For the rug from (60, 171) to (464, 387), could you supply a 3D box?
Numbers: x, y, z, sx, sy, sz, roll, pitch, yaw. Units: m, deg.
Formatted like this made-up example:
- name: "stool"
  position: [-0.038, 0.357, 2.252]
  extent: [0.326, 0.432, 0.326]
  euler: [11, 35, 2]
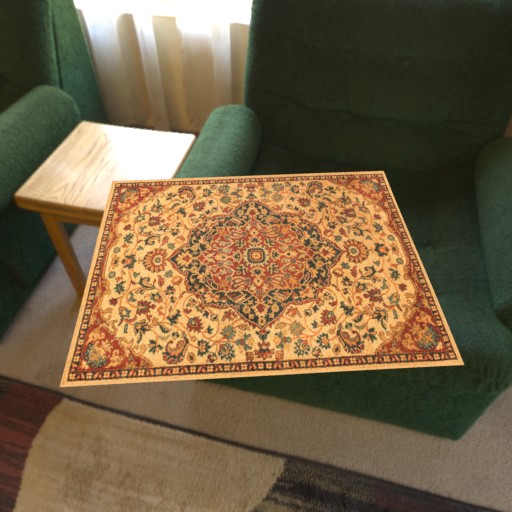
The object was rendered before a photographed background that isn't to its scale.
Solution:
- name: "rug"
  position: [0.000, 0.000, 4.175]
  extent: [3.067, 0.005, 2.454]
  euler: [-3, 48, -2]
